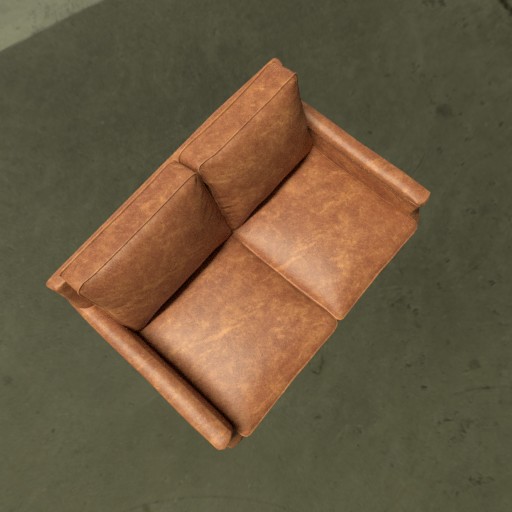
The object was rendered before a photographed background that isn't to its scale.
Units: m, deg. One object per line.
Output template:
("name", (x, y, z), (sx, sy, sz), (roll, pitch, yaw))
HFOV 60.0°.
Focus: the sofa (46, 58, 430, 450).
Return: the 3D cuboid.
("sofa", (0.000, 0.000, 2.259), (1.084, 1.003, 1.597), (40, 78, 10))
